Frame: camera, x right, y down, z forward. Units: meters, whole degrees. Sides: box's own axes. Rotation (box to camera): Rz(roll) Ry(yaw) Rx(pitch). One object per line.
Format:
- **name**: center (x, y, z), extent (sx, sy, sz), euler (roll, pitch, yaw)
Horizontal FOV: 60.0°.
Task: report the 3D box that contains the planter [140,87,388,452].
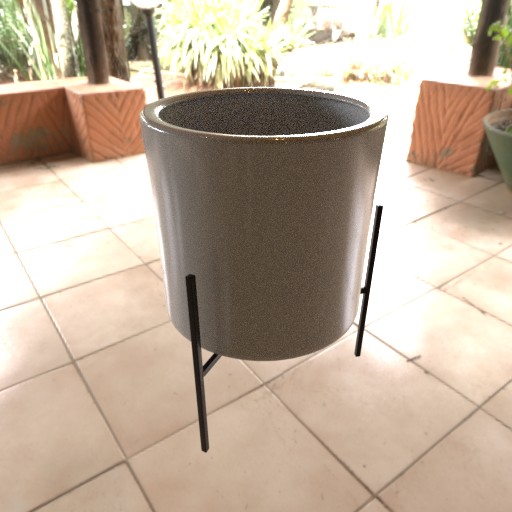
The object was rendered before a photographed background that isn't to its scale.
- **planter**: center (0.000, 0.000, 0.728), extent (0.360, 0.480, 0.361), euler (-21, 36, -32)
